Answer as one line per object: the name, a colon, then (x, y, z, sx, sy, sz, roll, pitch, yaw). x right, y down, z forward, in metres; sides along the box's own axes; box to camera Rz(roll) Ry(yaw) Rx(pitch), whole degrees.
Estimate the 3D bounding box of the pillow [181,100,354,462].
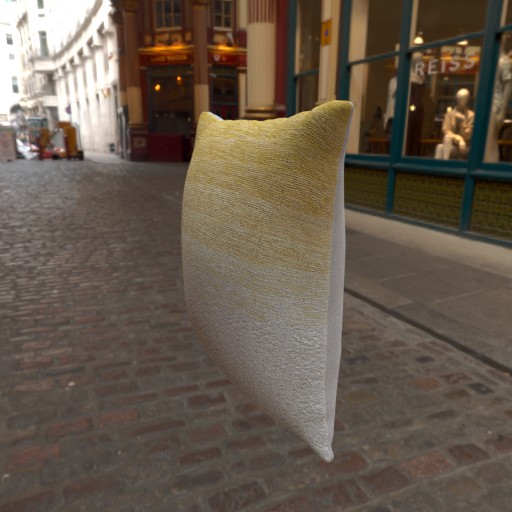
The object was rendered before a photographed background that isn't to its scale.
pillow: (0.000, 0.000, 0.706, 0.211, 0.450, 0.450, -8, 18, -25)
